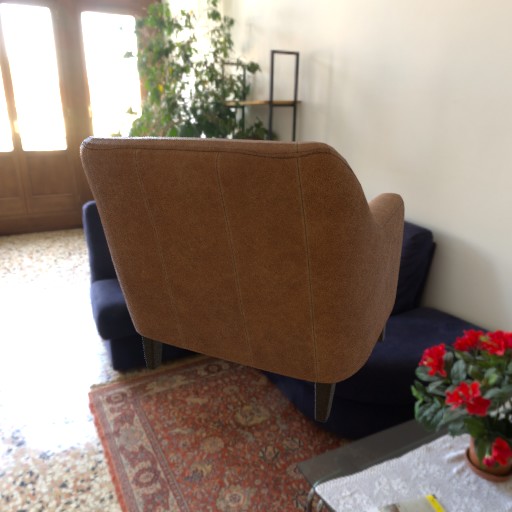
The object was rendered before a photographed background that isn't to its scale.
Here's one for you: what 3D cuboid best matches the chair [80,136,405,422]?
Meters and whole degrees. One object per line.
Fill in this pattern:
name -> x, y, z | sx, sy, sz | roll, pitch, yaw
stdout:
chair -> 0.000, 0.000, 1.824 | 1.037, 0.980, 1.034 | 9, 19, 25
